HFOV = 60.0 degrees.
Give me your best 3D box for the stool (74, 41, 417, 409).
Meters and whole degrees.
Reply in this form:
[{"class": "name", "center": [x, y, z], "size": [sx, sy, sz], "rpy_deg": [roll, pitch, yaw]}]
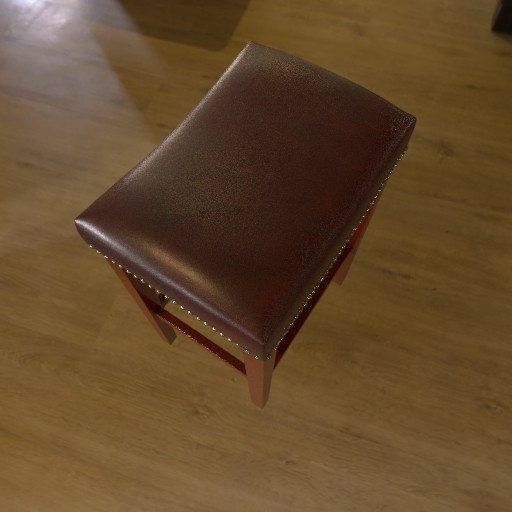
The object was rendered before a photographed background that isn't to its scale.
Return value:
[{"class": "stool", "center": [0.000, 0.000, 1.040], "size": [0.372, 0.742, 0.504], "rpy_deg": [31, 68, 14]}]
